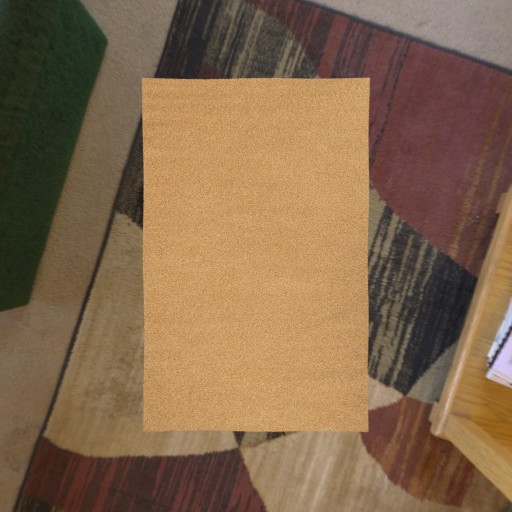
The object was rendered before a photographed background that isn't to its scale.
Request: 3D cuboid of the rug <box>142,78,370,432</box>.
[{"bbox_3d":[0.000,0.000,2.947,1.500,0.025,2.346,0,91,0],"label":"rug"}]
